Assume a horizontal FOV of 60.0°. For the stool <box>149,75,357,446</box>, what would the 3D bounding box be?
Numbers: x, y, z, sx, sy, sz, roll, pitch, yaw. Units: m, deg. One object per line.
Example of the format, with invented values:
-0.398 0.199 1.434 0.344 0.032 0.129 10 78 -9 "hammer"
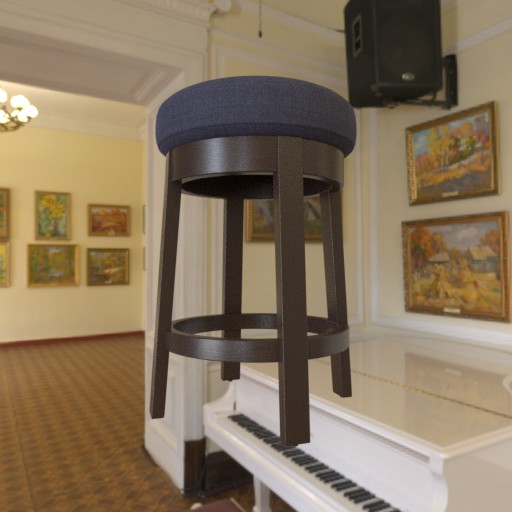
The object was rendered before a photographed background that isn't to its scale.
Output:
0.000 0.000 0.967 0.449 0.655 0.449 0 0 0 "stool"
